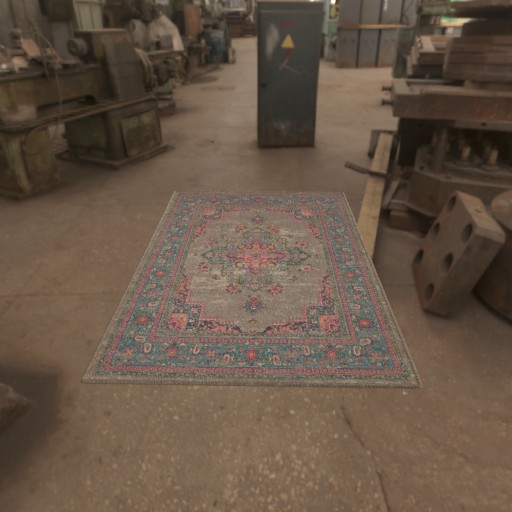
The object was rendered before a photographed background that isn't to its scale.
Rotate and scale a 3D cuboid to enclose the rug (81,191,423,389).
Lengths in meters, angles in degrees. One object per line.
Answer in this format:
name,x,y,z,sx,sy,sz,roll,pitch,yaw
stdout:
rug,0.000,0.000,2.230,1.144,0.014,1.748,1,30,1
